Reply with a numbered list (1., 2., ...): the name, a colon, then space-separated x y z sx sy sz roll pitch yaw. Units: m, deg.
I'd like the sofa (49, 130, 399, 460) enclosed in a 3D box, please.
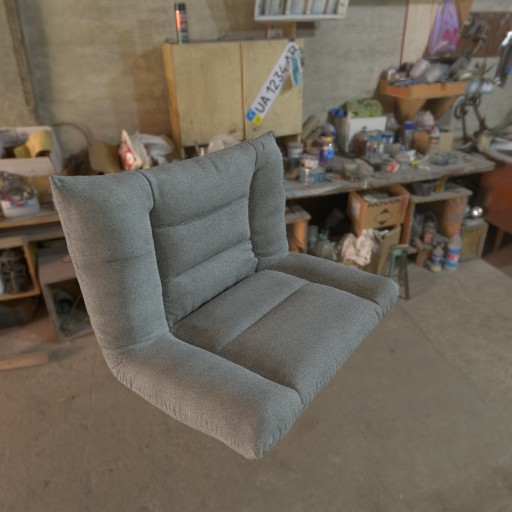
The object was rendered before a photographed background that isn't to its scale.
1. sofa: 0.000 0.000 1.711 0.847 0.795 1.144 19 32 32
